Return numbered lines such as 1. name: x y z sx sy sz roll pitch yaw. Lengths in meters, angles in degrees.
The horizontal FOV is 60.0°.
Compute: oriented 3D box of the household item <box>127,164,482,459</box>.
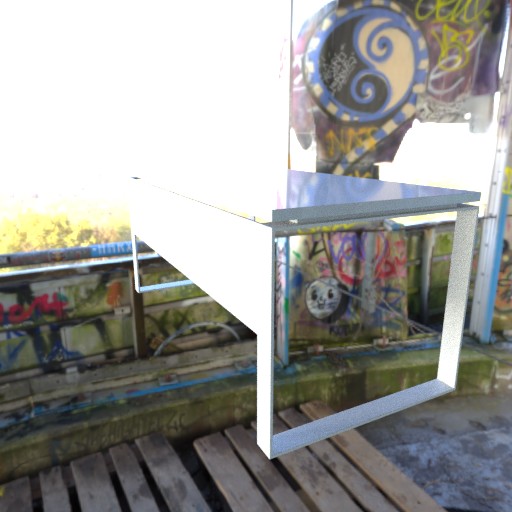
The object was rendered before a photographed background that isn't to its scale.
1. household item: 0.000 0.000 2.115 0.800 0.745 1.700 -8 17 -27
